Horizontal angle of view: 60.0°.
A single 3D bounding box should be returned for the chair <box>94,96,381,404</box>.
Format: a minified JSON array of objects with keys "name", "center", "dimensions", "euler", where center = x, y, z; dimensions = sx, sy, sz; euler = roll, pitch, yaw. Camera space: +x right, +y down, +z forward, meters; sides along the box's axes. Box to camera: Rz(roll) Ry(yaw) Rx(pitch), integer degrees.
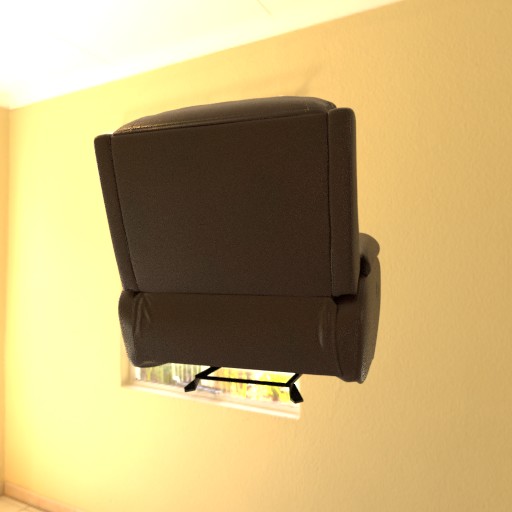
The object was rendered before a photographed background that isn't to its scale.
[{"name":"chair","center":[0.000,0.000,1.767],"dimensions":[0.930,1.011,0.899],"euler":[0,-1,19]}]
